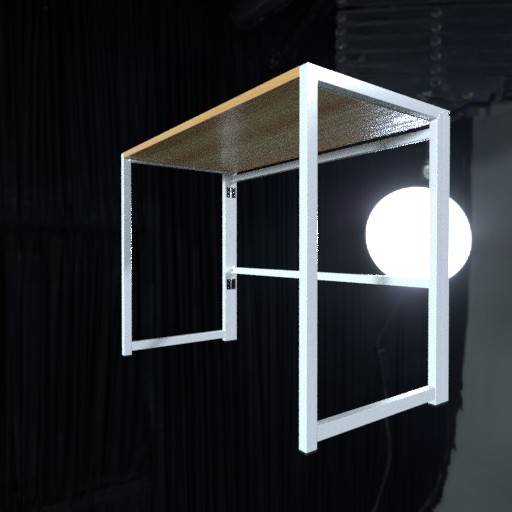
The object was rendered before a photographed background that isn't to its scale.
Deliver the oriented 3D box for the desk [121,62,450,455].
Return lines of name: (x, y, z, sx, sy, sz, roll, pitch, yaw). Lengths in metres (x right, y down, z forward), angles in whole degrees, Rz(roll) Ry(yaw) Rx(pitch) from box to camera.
desk: (0.000, 0.000, 1.413, 0.508, 0.762, 1.016, -1, 1, -37)
